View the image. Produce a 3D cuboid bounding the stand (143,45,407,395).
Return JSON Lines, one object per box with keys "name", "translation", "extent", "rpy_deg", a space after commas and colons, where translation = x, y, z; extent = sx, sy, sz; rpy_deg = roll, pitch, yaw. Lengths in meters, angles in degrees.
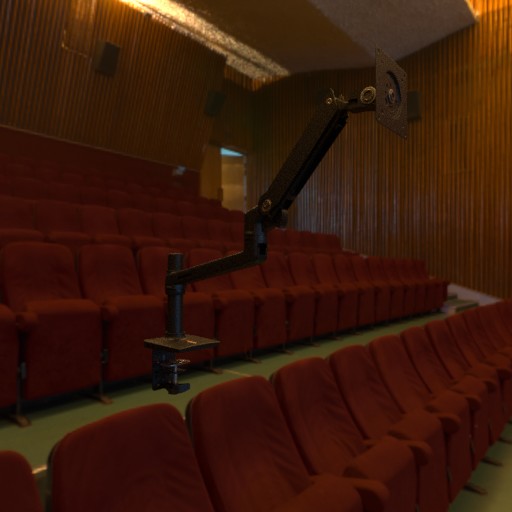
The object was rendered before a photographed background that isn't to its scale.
{"name": "stand", "translation": [0.000, 0.000, 1.012], "extent": [0.650, 0.713, 0.152], "rpy_deg": [-1, -2, 39]}
